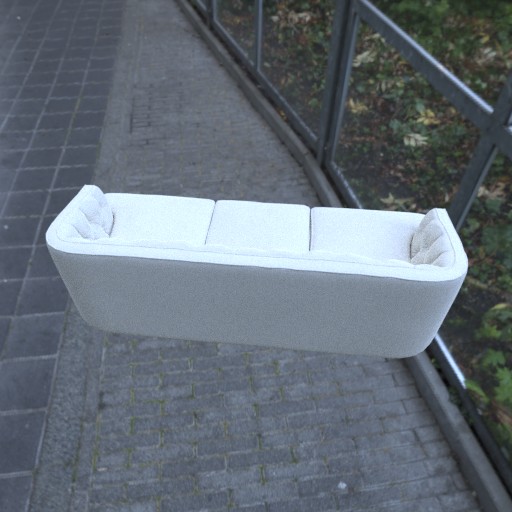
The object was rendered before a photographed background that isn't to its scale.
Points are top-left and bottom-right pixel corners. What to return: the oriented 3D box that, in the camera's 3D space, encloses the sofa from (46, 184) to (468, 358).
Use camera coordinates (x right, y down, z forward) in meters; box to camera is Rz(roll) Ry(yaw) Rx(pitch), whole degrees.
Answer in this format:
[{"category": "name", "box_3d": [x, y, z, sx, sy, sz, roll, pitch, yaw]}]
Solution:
[{"category": "sofa", "box_3d": [0.000, 0.000, 2.755, 2.278, 0.855, 0.941, 4, 47, 4]}]
